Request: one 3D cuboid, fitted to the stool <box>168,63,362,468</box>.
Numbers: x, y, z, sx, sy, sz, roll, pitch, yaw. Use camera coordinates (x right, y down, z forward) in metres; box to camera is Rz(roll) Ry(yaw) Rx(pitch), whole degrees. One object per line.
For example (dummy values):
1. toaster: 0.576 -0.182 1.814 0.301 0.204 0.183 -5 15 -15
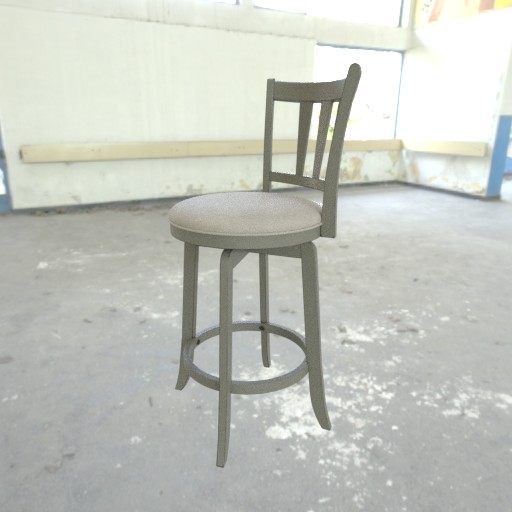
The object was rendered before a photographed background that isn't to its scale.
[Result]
1. stool: 0.000 0.000 1.273 0.486 0.994 0.450 -8 19 -25
